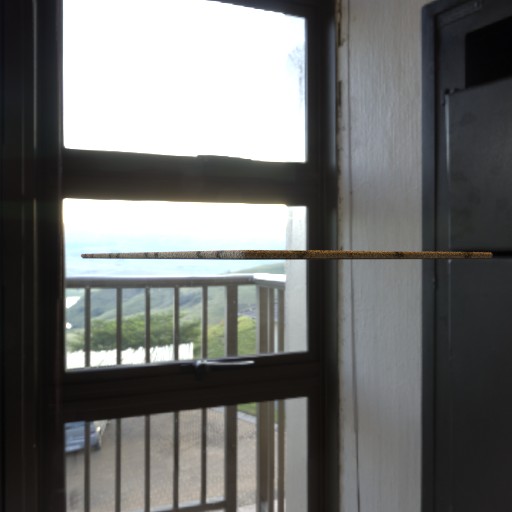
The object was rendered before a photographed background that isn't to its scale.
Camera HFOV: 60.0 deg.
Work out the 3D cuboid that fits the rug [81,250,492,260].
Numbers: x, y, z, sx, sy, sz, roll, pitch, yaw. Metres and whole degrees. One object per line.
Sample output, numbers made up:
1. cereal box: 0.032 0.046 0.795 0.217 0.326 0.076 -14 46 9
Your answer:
1. rug: 0.000 0.000 2.080 1.200 0.025 1.600 0 0 -35
